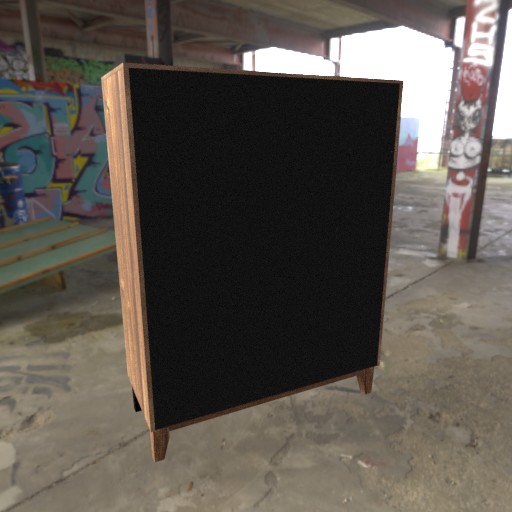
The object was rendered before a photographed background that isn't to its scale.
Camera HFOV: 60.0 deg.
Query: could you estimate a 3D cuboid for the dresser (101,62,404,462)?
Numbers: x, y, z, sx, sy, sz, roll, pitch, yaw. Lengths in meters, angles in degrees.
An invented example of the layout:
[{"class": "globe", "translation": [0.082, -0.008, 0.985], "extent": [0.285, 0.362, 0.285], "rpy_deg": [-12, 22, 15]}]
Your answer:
[{"class": "dresser", "translation": [0.000, 0.000, 1.866], "extent": [1.062, 1.393, 0.442], "rpy_deg": [-8, 18, -25]}]
